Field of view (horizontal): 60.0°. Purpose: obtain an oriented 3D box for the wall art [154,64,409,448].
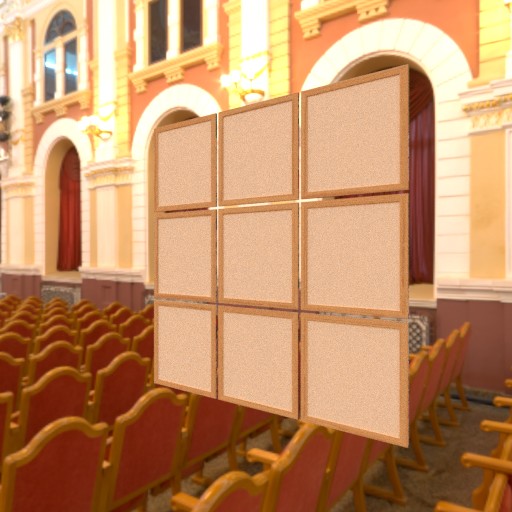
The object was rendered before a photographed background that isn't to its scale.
[{"bbox_3d":[0.000,0.000,2.227,1.519,1.534,0.013,0,0,36],"label":"wall art"}]
